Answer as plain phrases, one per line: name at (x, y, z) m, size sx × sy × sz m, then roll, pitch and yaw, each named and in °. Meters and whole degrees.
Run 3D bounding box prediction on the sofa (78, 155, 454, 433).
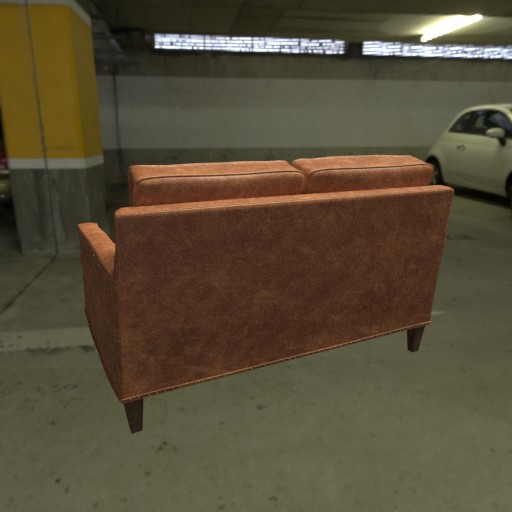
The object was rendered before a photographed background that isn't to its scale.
sofa at (0.000, 0.000, 2.236) m, size 1.597 × 1.003 × 1.084 m, roll -8°, pitch 17°, yaw -26°
